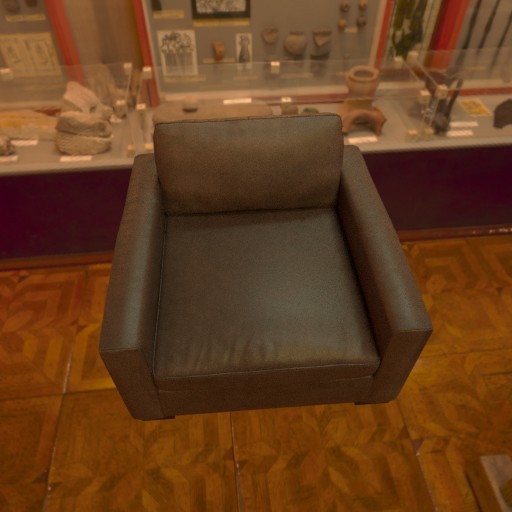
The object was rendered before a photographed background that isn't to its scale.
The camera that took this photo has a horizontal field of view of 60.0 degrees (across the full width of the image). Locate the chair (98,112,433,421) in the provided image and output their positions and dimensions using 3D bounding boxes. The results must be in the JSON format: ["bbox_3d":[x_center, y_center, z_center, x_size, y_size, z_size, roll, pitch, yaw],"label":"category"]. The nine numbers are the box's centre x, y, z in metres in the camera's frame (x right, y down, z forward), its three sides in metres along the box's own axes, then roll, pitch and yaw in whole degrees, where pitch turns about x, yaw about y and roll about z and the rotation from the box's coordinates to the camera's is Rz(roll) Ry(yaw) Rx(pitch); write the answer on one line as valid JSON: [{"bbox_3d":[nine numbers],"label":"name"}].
[{"bbox_3d":[0.000,0.000,1.834,1.100,0.812,1.069,-3,47,-3],"label":"chair"}]
